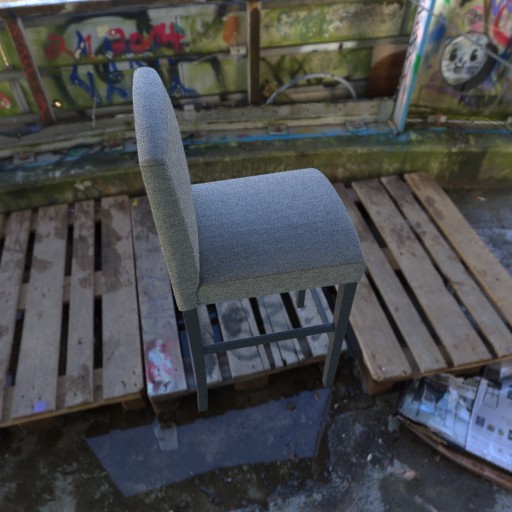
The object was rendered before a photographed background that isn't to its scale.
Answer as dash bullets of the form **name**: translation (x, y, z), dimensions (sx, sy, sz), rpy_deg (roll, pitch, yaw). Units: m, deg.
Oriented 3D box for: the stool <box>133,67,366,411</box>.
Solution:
- **stool**: translation (0.000, 0.000, 1.412), dimensions (0.552, 1.138, 0.451), rpy_deg (-9, 47, -8)
